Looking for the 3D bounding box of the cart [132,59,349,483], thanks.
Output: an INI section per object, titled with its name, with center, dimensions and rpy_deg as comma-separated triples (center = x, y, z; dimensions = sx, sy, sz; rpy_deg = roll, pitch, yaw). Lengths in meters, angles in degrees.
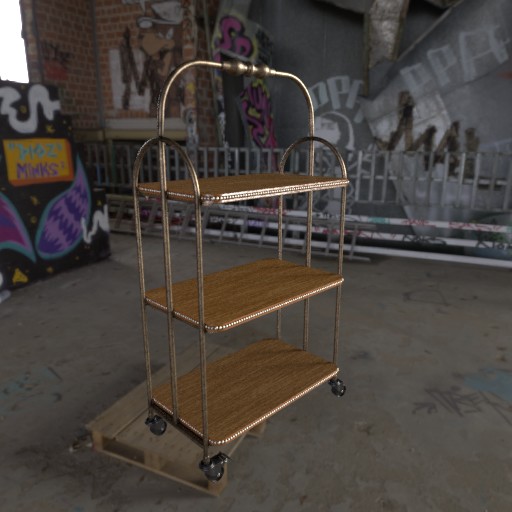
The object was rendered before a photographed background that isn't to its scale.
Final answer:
[cart]
center = 0.000, 0.000, 1.300
dimensions = 0.330, 1.052, 0.650
rpy_deg = 15, 21, 43
